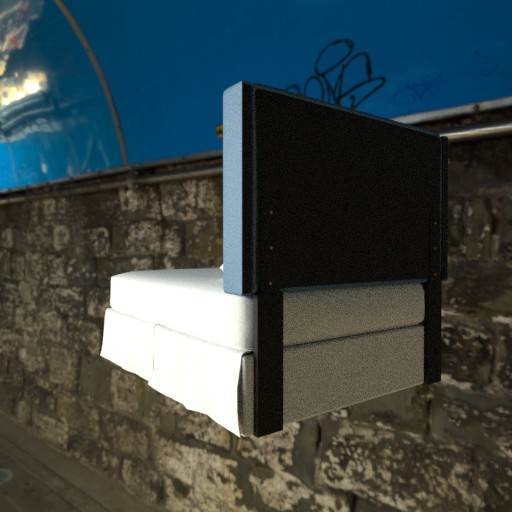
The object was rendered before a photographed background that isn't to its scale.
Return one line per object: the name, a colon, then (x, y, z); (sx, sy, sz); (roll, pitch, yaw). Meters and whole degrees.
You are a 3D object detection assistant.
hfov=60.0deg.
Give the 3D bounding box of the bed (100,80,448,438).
bed: (0.000, 0.000, 3.335); (1.719, 1.665, 2.078); (-1, 1, -36)
